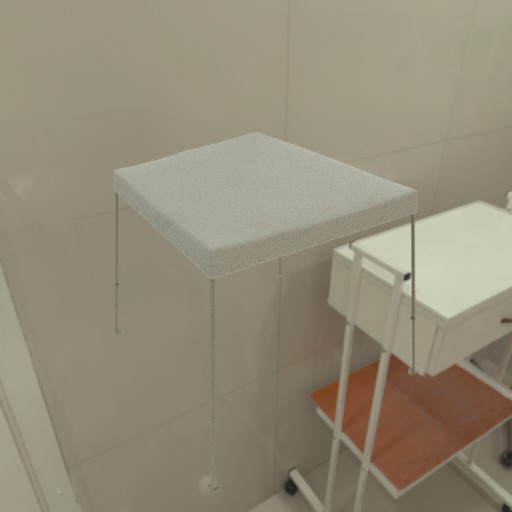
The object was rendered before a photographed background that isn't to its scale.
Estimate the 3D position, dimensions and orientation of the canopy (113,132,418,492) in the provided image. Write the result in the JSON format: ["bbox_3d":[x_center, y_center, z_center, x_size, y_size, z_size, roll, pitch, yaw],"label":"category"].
[{"bbox_3d":[0.000,0.000,5.159,2.849,2.849,2.848,-17,33,-29],"label":"canopy"}]
